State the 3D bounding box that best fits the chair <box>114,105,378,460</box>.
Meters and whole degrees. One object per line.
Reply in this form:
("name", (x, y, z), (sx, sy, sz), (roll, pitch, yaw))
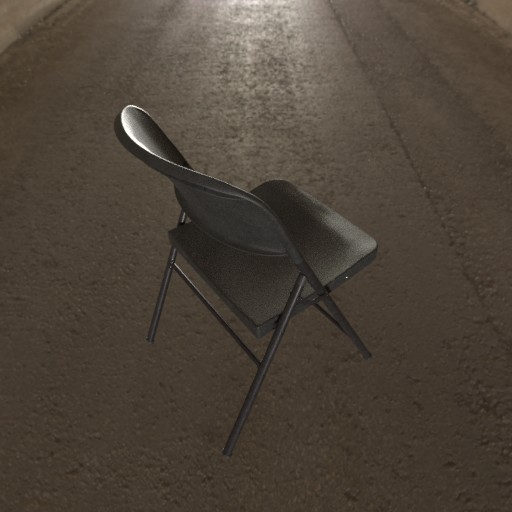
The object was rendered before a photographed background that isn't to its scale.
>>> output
("chair", (0.000, 0.000, 1.169), (0.566, 0.810, 0.494), (-25, 47, -26))
